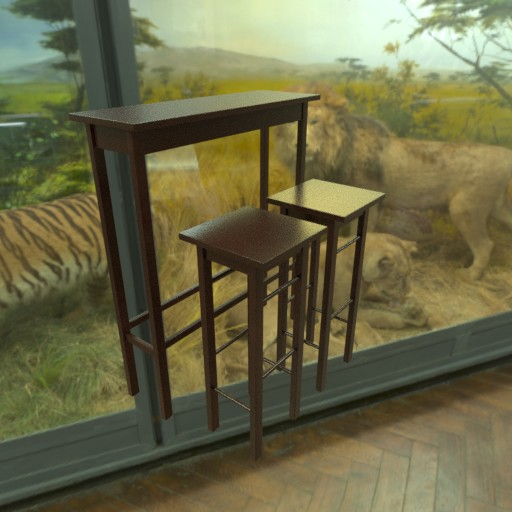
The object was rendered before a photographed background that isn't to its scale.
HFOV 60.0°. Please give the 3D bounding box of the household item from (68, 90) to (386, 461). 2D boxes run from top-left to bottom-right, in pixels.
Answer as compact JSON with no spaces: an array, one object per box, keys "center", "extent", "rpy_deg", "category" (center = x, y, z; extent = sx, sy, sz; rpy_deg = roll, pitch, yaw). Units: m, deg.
[{"center":[0.000,0.000,1.659],"extent":[0.676,1.067,0.914],"rpy_deg":[19,32,34],"category":"household item"}]
